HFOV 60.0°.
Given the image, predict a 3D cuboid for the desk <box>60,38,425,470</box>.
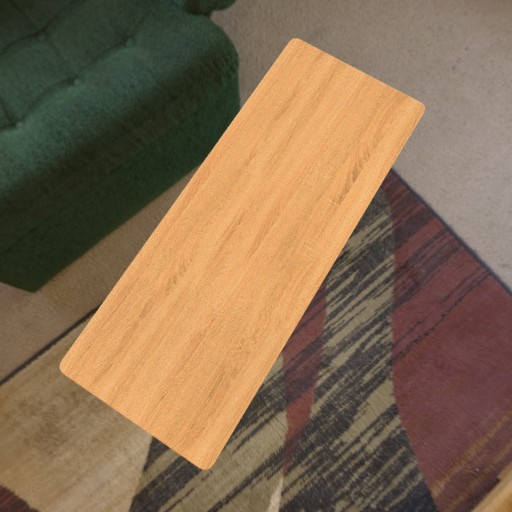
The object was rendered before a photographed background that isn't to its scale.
[{"bbox_3d":[0.000,0.000,1.816,0.550,0.760,1.400,31,78,8],"label":"desk"}]
